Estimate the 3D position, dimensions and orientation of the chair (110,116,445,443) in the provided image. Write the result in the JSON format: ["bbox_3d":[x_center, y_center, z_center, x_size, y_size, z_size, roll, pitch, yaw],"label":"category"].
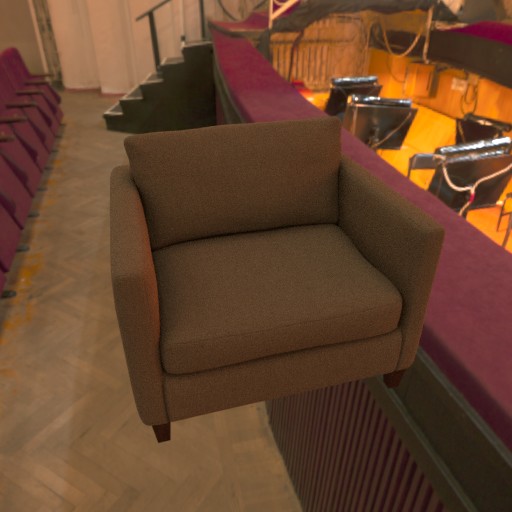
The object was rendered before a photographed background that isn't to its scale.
[{"bbox_3d":[0.000,0.000,1.847,1.107,0.963,0.959,-8,32,-13],"label":"chair"}]
